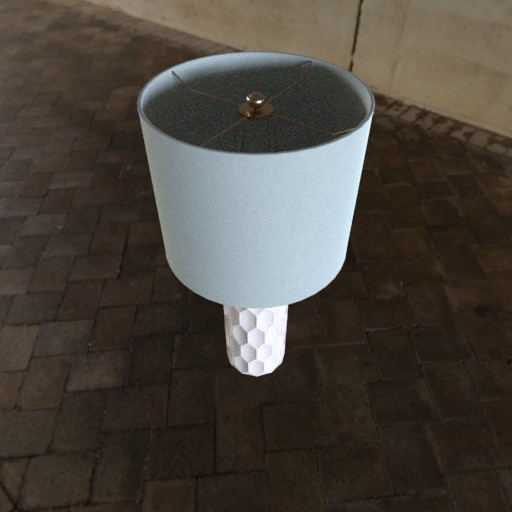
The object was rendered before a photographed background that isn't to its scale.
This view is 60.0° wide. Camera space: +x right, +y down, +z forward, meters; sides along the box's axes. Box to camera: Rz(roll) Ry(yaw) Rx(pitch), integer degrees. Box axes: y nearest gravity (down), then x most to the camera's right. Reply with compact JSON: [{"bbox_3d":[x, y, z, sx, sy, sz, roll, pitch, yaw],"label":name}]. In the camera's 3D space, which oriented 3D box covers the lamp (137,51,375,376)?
[{"bbox_3d":[0.000,0.000,0.710,0.277,0.534,0.277,-12,45,-12],"label":"lamp"}]
